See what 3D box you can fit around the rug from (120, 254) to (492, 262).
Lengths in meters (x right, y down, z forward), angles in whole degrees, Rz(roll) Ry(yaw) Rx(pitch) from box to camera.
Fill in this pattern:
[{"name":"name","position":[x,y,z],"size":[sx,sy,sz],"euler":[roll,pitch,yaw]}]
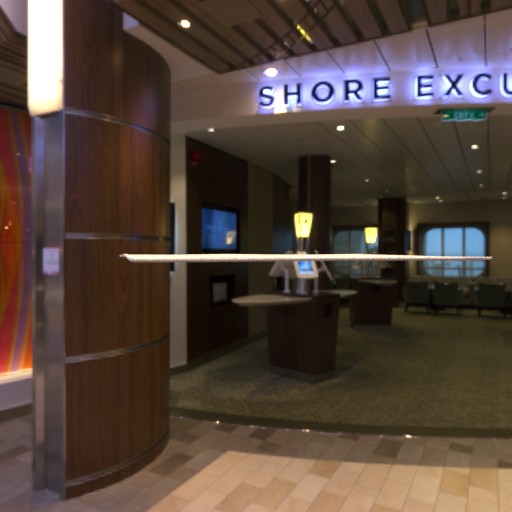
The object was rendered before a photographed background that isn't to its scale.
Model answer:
[{"name":"rug","position":[0.000,0.000,4.286],"size":[2.467,0.046,3.245],"euler":[0,1,-18]}]
